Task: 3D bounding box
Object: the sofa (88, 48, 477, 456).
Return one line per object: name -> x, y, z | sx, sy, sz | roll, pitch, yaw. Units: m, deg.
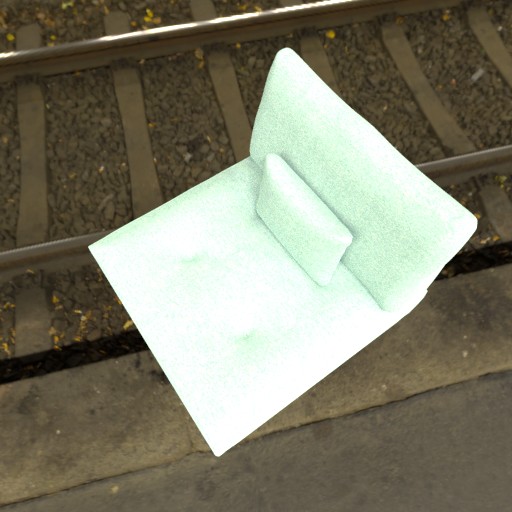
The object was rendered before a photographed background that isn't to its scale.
sofa -> 0.000, 0.000, 1.647 | 1.000, 0.820, 0.930 | -32, 68, -15
